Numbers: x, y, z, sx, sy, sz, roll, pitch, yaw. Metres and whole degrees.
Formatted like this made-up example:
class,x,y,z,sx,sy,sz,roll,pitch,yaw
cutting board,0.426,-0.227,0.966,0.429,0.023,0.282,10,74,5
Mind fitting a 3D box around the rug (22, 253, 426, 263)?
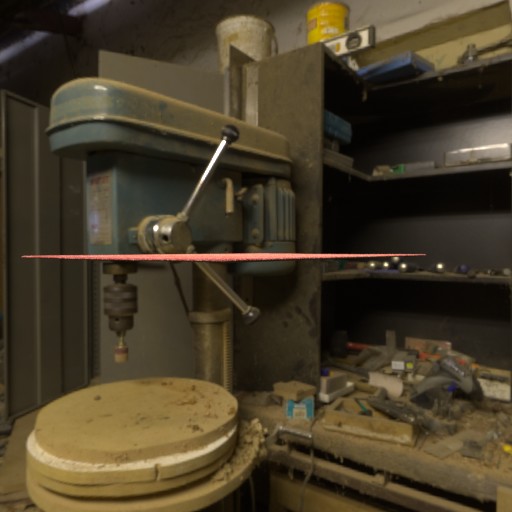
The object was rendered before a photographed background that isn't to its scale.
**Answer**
class,x,y,z,sx,sy,sz,roll,pitch,yaw
rug,0.000,0.000,2.203,1.139,0.011,1.747,1,1,37
